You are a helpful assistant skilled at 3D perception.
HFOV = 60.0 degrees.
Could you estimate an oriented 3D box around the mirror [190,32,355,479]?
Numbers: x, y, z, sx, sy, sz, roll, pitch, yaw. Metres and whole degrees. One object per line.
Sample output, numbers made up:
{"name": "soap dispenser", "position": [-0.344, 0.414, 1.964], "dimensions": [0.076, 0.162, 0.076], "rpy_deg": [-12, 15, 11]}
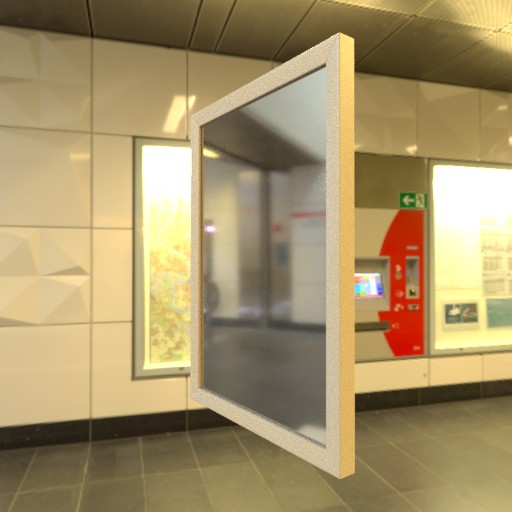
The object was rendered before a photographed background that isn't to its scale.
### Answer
{"name": "mirror", "position": [0.000, 0.000, 0.921], "dimensions": [0.040, 0.710, 0.507], "rpy_deg": [0, -1, -36]}
